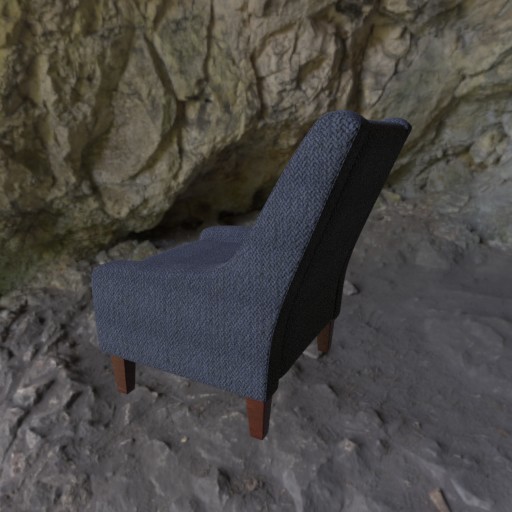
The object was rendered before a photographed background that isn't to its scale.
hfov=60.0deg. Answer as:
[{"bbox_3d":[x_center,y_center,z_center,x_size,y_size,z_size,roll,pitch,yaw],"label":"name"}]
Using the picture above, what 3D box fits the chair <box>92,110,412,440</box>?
[{"bbox_3d":[0.000,0.000,1.685,0.944,1.012,0.793,8,18,26],"label":"chair"}]
